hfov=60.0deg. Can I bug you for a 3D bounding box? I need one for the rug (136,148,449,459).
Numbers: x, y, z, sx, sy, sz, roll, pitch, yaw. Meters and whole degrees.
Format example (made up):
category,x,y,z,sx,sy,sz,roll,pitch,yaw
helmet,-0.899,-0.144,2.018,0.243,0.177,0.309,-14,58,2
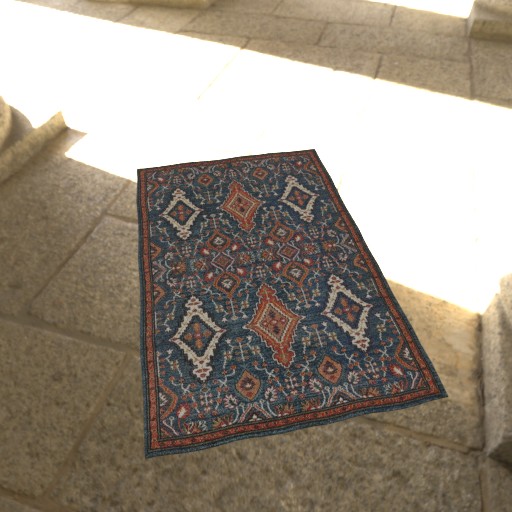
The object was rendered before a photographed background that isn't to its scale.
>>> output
category,x,y,z,sx,sy,sz,roll,pitch,yaw
rug,0.000,0.000,4.190,2.190,0.008,3.371,-8,47,-8
